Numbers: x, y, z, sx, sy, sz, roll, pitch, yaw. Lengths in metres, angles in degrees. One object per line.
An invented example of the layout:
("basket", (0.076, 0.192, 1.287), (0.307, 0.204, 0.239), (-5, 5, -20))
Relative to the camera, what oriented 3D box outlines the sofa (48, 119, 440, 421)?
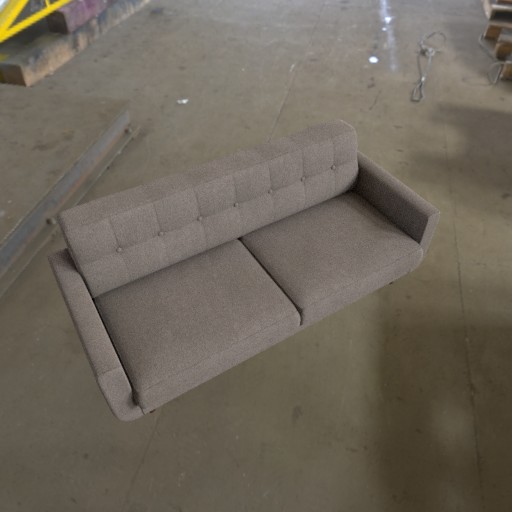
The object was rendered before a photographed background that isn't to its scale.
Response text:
("sofa", (0.000, 0.000, 2.530), (2.029, 0.841, 0.909), (-24, 51, -21))
